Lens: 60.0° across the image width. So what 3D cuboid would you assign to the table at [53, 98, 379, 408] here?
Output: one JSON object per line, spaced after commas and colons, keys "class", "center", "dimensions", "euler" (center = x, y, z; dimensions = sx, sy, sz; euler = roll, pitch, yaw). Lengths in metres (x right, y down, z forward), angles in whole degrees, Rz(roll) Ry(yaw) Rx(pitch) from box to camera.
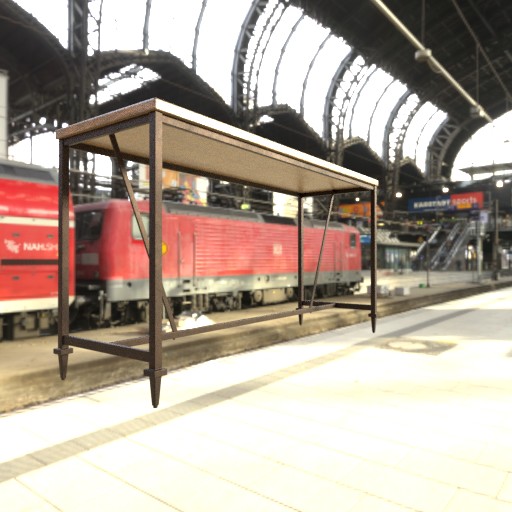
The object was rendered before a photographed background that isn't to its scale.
{"class": "table", "center": [0.000, 0.000, 2.113], "dimensions": [0.551, 0.902, 1.700], "euler": [0, 0, 37]}
